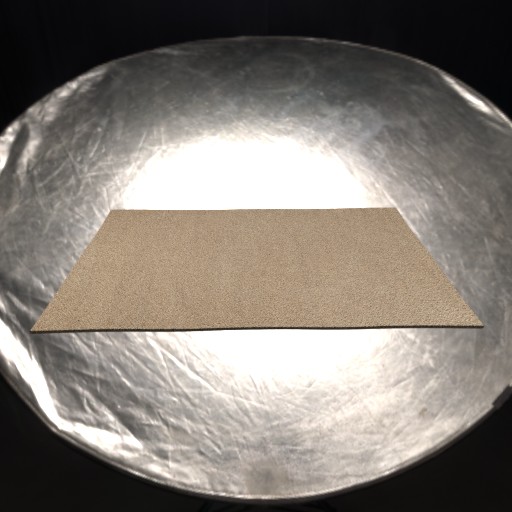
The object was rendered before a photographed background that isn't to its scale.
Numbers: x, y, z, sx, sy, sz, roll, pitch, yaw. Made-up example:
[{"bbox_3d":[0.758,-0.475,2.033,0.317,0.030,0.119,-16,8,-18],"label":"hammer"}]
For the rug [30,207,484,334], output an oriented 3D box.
[{"bbox_3d":[0.000,0.000,3.418,2.699,0.025,1.800,-1,29,-1],"label":"rug"}]
